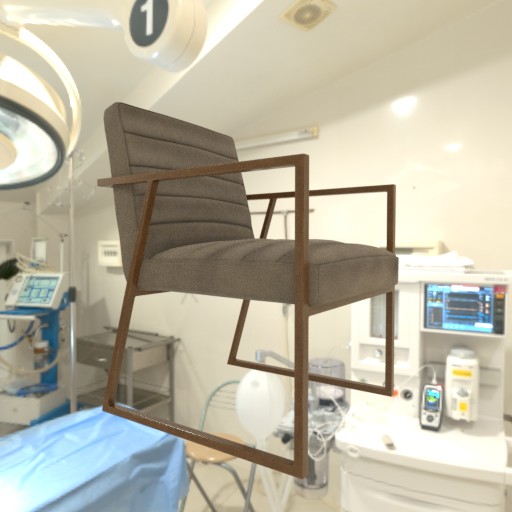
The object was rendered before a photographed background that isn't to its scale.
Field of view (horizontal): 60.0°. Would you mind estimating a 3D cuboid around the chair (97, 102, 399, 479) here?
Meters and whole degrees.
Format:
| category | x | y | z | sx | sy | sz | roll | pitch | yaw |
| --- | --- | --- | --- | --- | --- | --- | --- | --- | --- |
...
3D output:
| category | x | y | z | sx | sy | sz | roll | pitch | yaw |
| --- | --- | --- | --- | --- | --- | --- | --- | --- | --- |
| chair | 0.000 | 0.000 | 1.257 | 0.682 | 0.843 | 0.578 | 1 | 2 | 35 |
